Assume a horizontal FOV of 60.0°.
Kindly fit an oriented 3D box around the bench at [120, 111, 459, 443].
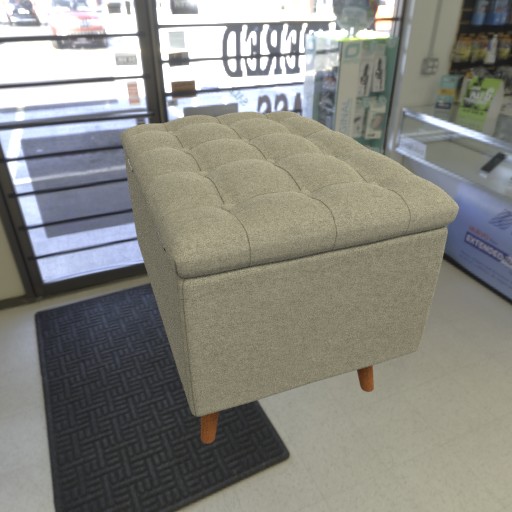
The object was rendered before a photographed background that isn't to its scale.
[{"bbox_3d":[0.000,0.000,0.893,0.417,0.469,0.572,-11,33,-18],"label":"bench"}]
